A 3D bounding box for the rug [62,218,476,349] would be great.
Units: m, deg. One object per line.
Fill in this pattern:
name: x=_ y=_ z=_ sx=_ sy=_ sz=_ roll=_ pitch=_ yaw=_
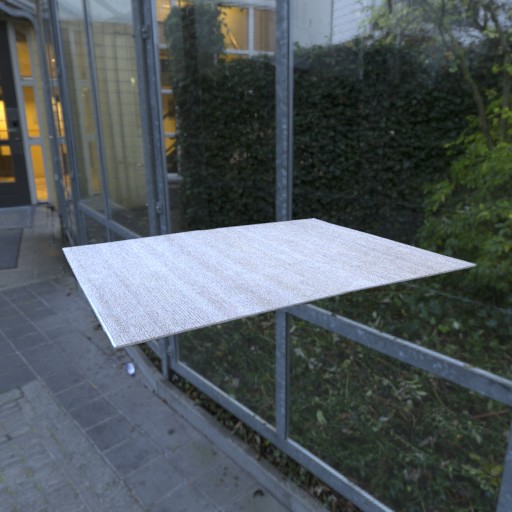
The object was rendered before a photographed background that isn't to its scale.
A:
rug: x=0.000 y=0.000 z=4.319 sx=3.245 sy=0.046 sz=2.467 roll=-9 pitch=18 yaw=-28
